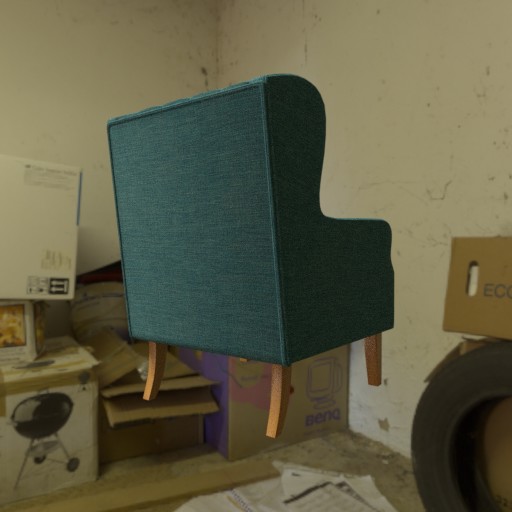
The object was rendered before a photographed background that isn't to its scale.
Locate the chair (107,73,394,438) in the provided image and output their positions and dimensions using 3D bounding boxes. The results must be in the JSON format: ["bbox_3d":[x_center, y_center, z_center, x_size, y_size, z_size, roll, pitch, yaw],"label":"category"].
[{"bbox_3d":[0.000,0.000,1.535,0.711,0.952,0.775,1,1,36],"label":"chair"}]
